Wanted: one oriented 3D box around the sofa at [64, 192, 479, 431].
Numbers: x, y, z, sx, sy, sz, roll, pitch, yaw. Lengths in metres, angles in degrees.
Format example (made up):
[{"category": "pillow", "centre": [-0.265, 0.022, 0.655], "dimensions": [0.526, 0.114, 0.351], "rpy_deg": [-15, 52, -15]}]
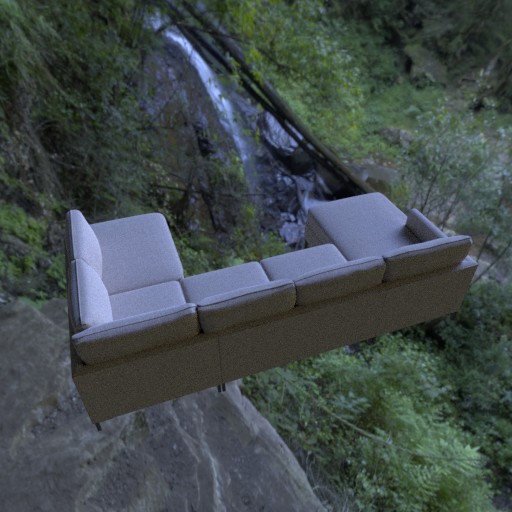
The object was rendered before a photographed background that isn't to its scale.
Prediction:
[{"category": "sofa", "centre": [0.000, 0.000, 4.244], "dimensions": [3.423, 0.996, 2.021], "rpy_deg": [-13, 42, -15]}]
